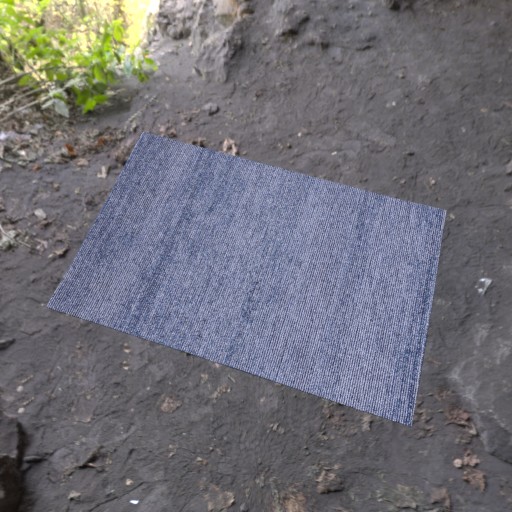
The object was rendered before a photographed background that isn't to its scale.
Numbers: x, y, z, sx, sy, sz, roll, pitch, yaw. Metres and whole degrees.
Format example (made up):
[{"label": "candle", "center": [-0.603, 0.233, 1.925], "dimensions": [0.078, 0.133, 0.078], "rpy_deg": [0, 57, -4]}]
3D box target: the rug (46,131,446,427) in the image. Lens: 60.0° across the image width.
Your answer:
[{"label": "rug", "center": [0.000, 0.000, 2.248], "dimensions": [1.777, 0.021, 1.145], "rpy_deg": [16, 65, 8]}]
